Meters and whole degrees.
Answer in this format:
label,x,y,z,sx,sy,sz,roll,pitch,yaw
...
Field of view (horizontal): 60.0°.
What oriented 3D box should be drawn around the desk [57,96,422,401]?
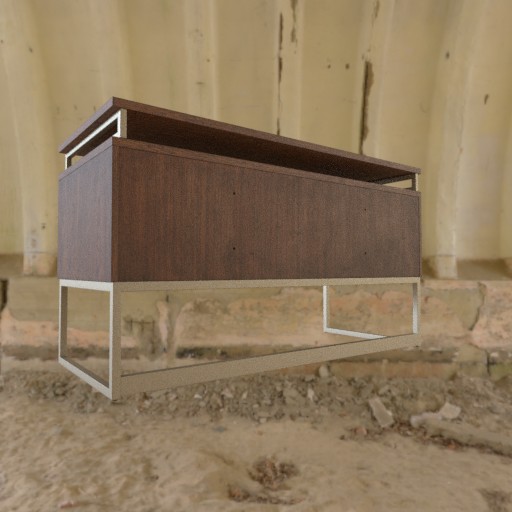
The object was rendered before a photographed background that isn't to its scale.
label,x,y,z,sx,sy,sz,roll,pitch,yaw
desk,0.000,0.000,1.799,1.384,0.792,0.610,1,-2,-37
